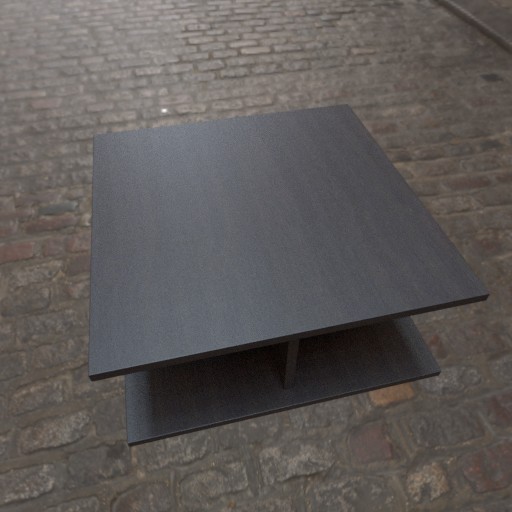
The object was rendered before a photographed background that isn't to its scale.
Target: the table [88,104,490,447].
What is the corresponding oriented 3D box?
[{"bbox_3d":[0.000,0.000,1.203,0.762,0.396,0.762,-10,48,-9],"label":"table"}]
